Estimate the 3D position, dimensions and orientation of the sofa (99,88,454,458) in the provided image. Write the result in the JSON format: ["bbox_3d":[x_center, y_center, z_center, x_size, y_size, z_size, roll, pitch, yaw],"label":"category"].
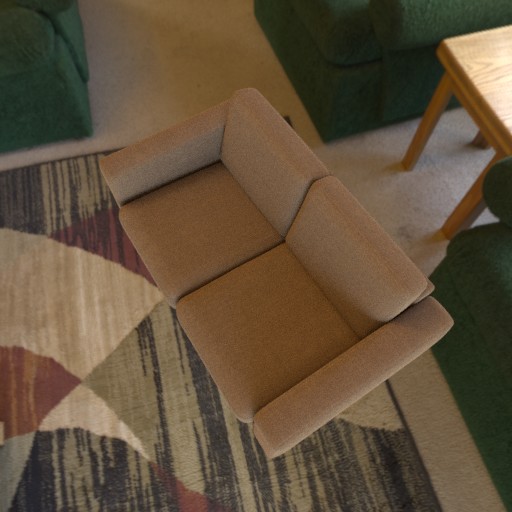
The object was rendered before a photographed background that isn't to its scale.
[{"bbox_3d":[0.000,0.000,2.058,0.900,0.800,1.520,-30,67,-14],"label":"sofa"}]
